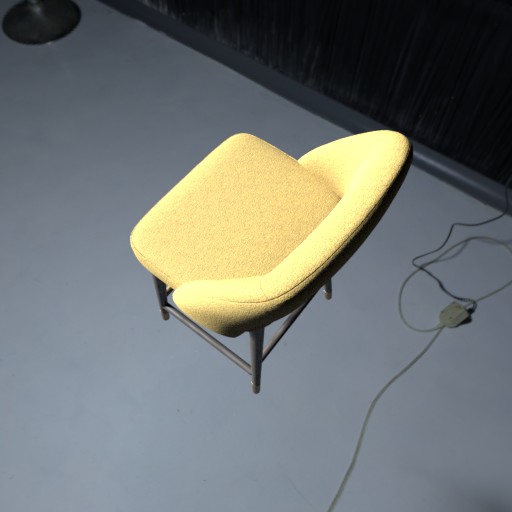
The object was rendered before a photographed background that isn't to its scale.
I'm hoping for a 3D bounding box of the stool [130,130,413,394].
[{"bbox_3d":[0.000,0.000,1.224,0.522,0.939,0.536,35,68,16],"label":"stool"}]
